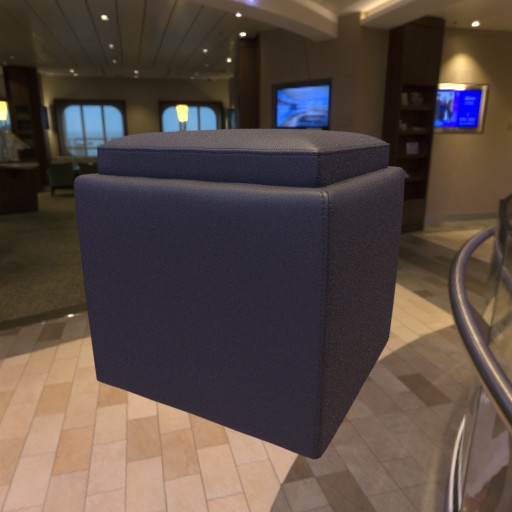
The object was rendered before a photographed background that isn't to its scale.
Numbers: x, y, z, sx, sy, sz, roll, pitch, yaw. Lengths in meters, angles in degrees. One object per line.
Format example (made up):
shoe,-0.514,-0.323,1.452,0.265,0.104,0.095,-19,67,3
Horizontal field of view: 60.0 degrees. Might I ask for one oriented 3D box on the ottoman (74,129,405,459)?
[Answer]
ottoman,0.000,0.000,0.834,0.451,0.460,0.450,8,18,27
